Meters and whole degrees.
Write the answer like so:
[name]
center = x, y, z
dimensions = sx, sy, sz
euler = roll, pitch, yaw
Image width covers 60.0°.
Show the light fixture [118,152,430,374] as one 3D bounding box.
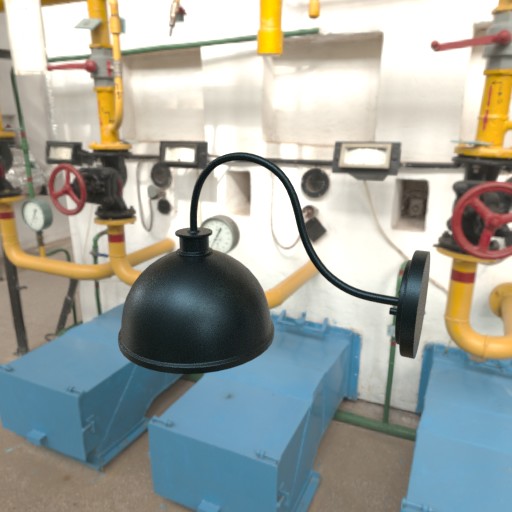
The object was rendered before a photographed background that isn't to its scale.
[light fixture]
center = 0.000, 0.000, 0.647
dimensions = 0.467, 0.295, 0.253
euler = 8, 18, 25
